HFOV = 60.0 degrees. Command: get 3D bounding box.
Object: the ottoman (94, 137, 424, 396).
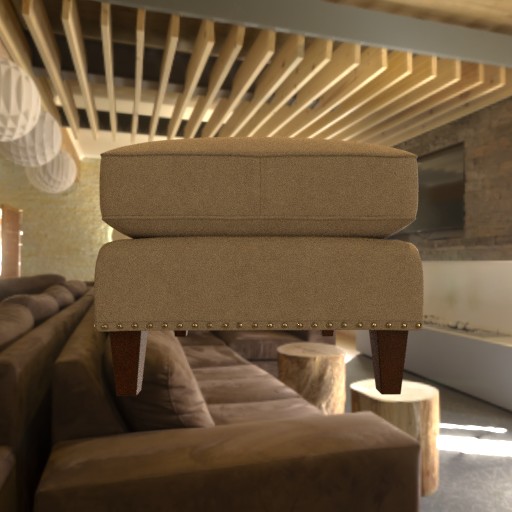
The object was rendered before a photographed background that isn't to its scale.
[{"bbox_3d":[0.000,0.000,1.138,0.584,0.513,0.741,0,-1,-1],"label":"ottoman"}]
